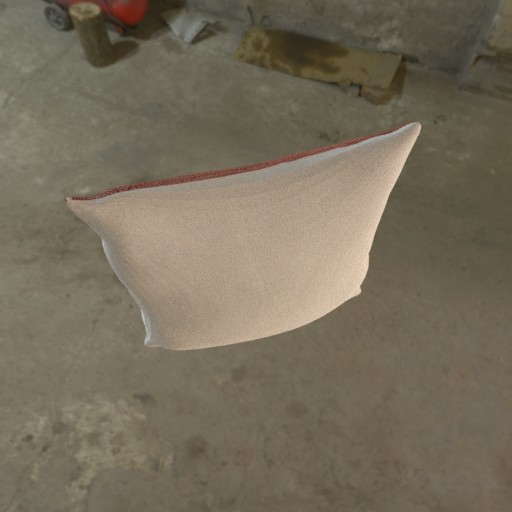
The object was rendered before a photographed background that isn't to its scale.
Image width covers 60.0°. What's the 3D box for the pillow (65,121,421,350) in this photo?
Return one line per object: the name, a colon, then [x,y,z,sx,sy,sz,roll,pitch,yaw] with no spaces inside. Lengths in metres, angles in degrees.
pillow: [0.000,0.000,0.697,0.440,0.441,0.182,-13,59,-8]
